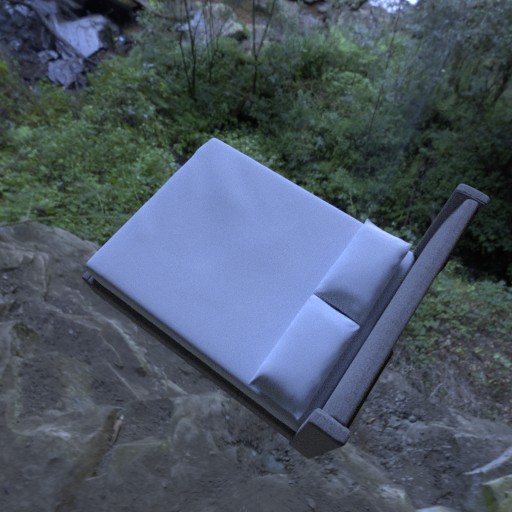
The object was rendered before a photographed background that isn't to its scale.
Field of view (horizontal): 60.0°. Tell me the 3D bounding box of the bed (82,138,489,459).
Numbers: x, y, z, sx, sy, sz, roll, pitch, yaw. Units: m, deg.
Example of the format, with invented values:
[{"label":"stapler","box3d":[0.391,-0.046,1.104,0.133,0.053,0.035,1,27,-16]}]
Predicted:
[{"label":"bed","box3d":[0.000,0.000,3.289,2.245,1.476,1.714,33,68,15]}]
